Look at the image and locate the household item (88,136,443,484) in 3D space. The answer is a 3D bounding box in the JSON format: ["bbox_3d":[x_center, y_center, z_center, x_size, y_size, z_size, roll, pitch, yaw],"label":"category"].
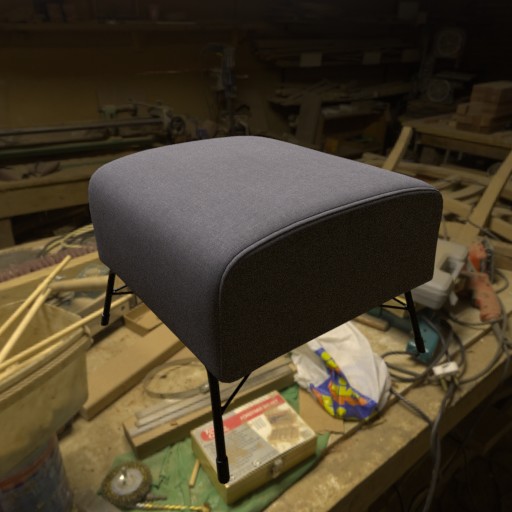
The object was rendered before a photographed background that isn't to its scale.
[{"bbox_3d":[0.000,0.000,0.913,0.530,0.410,0.530,-19,33,-33],"label":"household item"}]
